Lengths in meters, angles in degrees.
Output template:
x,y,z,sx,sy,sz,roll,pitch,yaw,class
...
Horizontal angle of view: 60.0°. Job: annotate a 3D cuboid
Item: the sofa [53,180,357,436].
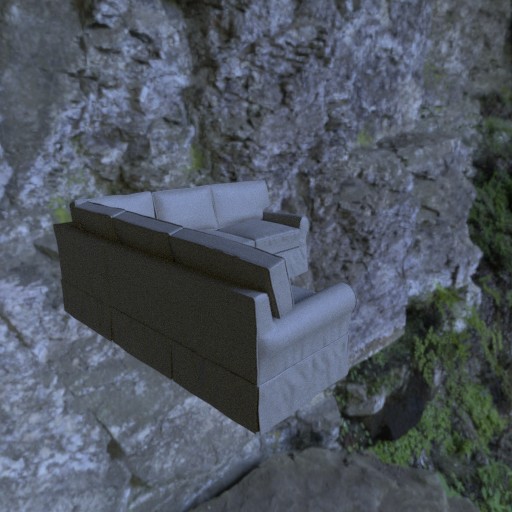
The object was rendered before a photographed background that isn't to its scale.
x,y,z,sx,sy,sz,roll,pitch,yaw,class
0.000,0.000,4.118,2.618,1.081,2.623,15,22,42,sofa
